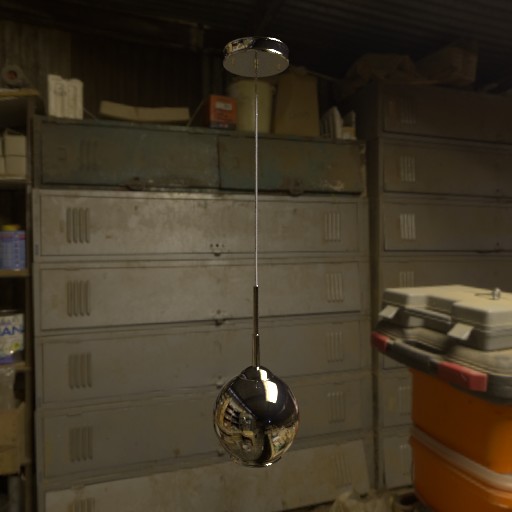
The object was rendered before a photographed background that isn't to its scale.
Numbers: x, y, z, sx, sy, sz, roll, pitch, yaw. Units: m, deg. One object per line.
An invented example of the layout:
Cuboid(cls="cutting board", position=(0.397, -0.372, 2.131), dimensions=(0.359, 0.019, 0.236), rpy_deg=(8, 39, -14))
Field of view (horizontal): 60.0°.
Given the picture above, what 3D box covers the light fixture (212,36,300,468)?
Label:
Cuboid(cls="light fixture", position=(0.000, 0.000, 1.692), dimensions=(0.336, 1.538, 0.336), rpy_deg=(-1, 2, -17))
